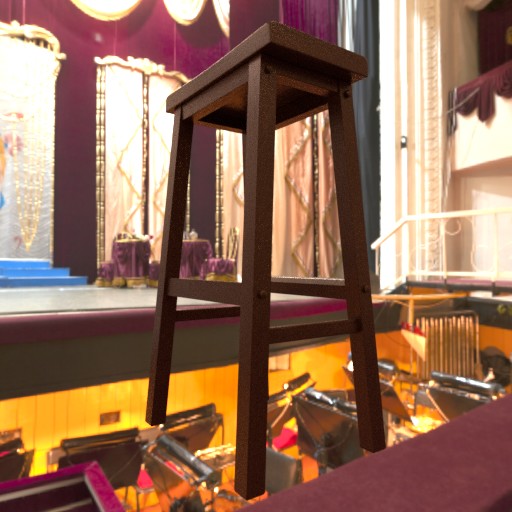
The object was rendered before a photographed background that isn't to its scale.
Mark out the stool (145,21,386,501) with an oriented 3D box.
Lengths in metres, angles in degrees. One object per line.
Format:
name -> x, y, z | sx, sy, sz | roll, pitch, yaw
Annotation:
stool -> 0.000, 0.000, 0.925 | 0.322, 0.742, 0.406 | 1, -1, -35
